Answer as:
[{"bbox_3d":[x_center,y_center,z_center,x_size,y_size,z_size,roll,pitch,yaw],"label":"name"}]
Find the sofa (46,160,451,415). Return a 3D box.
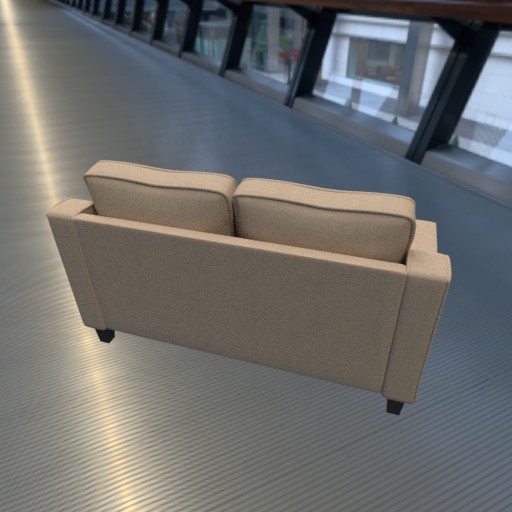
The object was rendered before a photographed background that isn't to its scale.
[{"bbox_3d":[0.000,0.000,3.439,2.587,1.562,1.351,10,32,16],"label":"sofa"}]
